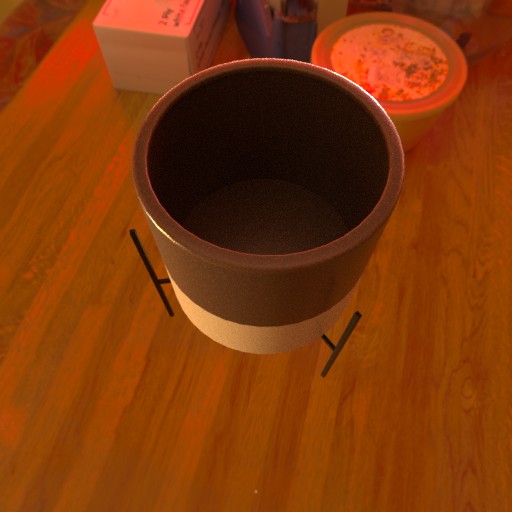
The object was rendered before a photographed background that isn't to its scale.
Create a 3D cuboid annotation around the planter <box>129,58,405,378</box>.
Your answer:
[{"bbox_3d":[0.000,0.000,0.527,0.260,0.353,0.250,-13,63,-7],"label":"planter"}]
